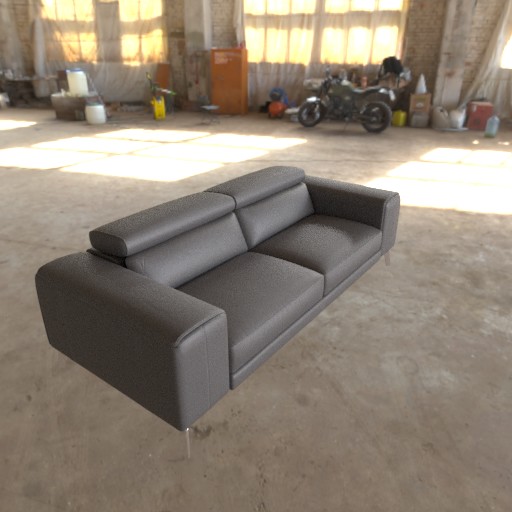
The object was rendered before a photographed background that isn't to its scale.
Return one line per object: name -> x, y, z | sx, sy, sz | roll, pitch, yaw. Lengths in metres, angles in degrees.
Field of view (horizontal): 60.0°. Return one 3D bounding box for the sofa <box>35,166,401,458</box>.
sofa -> 0.000, 0.000, 2.803 | 1.023, 0.759, 2.321 | 18, 31, 33
